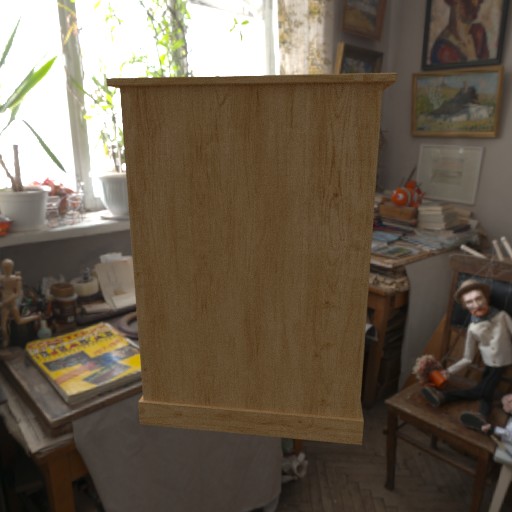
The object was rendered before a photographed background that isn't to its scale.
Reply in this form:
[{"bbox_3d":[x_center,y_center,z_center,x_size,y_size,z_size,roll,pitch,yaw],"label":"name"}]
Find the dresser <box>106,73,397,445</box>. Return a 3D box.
[{"bbox_3d":[0.000,0.000,1.776,0.915,1.300,0.485,2,16,8],"label":"dresser"}]
